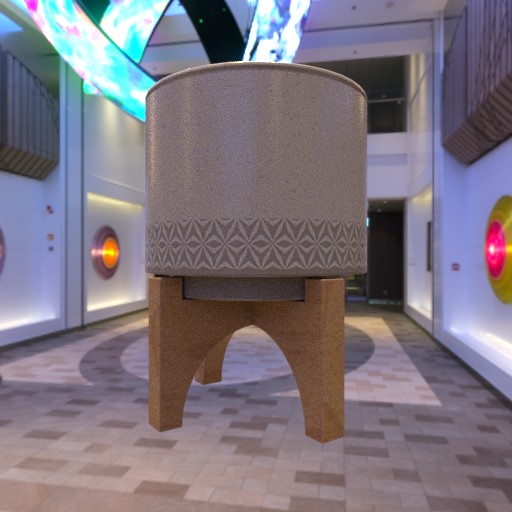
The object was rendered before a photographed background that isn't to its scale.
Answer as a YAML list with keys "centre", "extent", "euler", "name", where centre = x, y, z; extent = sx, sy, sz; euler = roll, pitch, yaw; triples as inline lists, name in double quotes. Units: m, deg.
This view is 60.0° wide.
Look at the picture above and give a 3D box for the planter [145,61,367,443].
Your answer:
- centre: [0.000, 0.000, 0.266]
  extent: [0.130, 0.178, 0.130]
  euler: [0, 0, 0]
  name: "planter"
